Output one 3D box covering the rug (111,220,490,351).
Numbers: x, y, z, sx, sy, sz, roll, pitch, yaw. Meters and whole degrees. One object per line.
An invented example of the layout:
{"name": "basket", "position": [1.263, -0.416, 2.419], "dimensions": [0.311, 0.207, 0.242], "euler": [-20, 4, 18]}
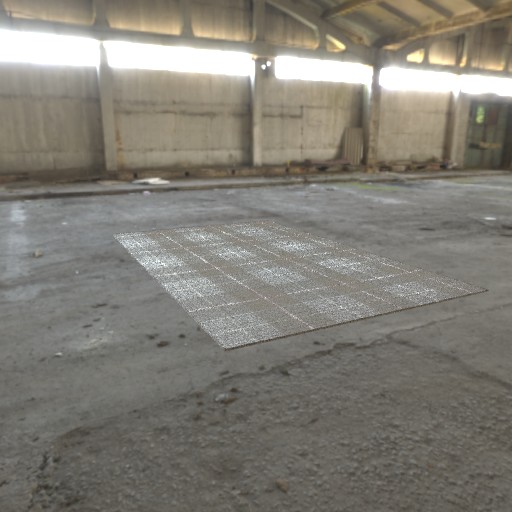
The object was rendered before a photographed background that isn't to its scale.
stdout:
{"name": "rug", "position": [0.000, 0.000, 3.071], "dimensions": [1.549, 0.010, 2.464], "euler": [-7, 16, -27]}
